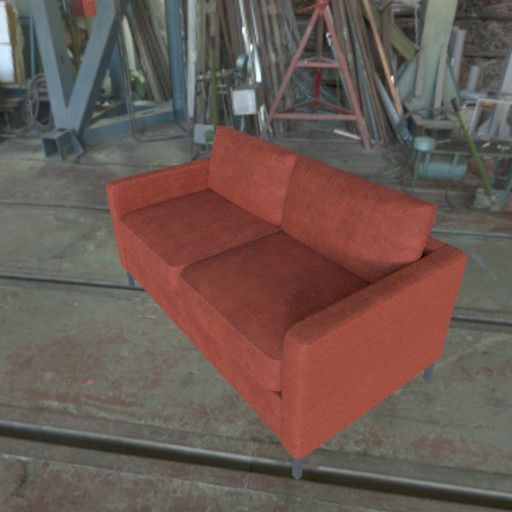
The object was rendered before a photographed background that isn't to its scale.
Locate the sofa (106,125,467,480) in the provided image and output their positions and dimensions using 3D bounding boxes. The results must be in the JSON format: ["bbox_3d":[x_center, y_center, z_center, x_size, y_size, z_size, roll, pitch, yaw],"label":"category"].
[{"bbox_3d":[0.000,0.000,2.098,0.864,0.896,1.574,-21,37,-30],"label":"sofa"}]
